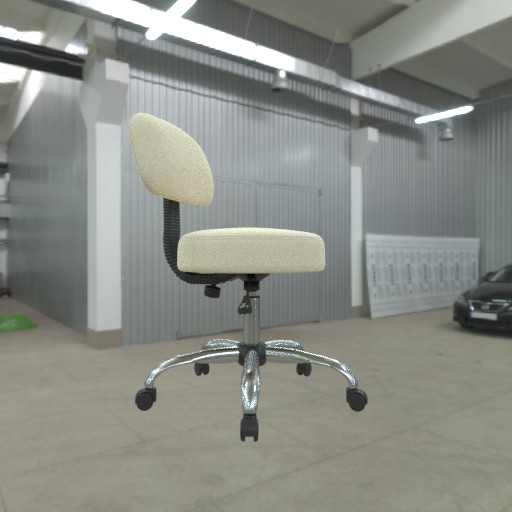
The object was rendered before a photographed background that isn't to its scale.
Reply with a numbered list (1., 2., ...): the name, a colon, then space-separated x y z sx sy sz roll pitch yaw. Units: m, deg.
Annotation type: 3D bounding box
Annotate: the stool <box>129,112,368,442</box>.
1. stool: 0.000 0.000 1.259 0.616 0.810 0.609 0 0 19
